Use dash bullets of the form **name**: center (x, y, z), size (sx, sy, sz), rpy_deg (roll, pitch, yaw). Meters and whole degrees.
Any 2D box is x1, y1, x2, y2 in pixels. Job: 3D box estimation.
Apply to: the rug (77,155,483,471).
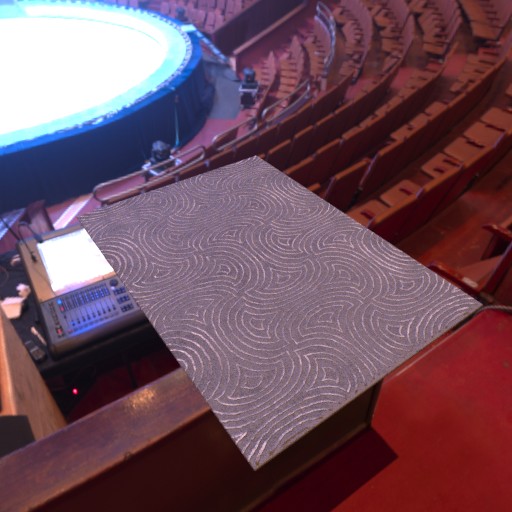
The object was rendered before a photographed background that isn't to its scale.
- **rug**: center (0.000, 0.000, 2.763), size (1.543, 0.015, 2.144), rpy_deg (-25, 46, -26)
